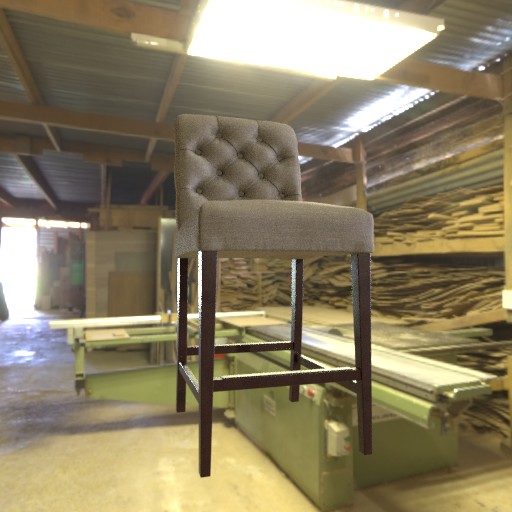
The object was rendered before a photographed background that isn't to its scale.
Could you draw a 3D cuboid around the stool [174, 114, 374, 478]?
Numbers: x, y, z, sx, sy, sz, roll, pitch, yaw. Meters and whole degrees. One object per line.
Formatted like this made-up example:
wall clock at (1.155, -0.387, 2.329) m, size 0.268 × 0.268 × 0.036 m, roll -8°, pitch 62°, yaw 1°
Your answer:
stool at (0.000, 0.000, 1.441) m, size 0.486 × 1.084 × 0.660 m, roll 1°, pitch -2°, yaw -17°
